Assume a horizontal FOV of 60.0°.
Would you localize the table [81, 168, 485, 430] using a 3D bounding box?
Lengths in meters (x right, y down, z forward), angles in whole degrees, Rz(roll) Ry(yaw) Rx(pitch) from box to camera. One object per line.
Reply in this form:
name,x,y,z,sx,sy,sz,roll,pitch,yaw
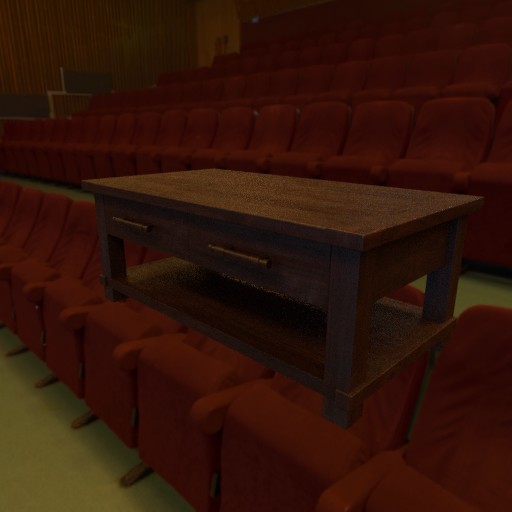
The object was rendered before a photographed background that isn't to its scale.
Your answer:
table,0.000,0.000,1.605,1.270,0.494,0.700,16,23,42
